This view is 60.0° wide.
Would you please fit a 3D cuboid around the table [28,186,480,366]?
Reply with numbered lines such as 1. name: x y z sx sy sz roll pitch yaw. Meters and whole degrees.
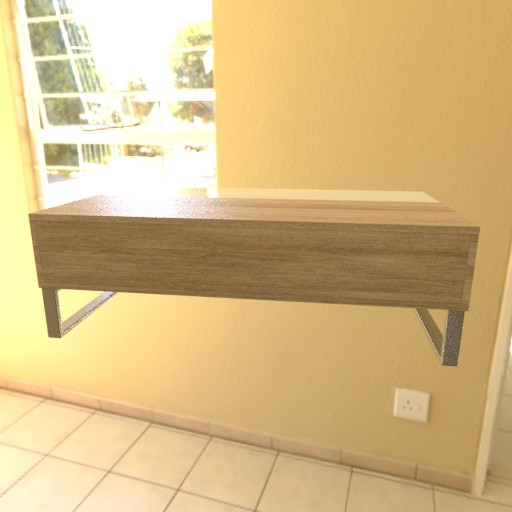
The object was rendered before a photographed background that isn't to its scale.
1. table: 0.000 0.000 1.399 1.100 0.350 0.600 2 16 8
